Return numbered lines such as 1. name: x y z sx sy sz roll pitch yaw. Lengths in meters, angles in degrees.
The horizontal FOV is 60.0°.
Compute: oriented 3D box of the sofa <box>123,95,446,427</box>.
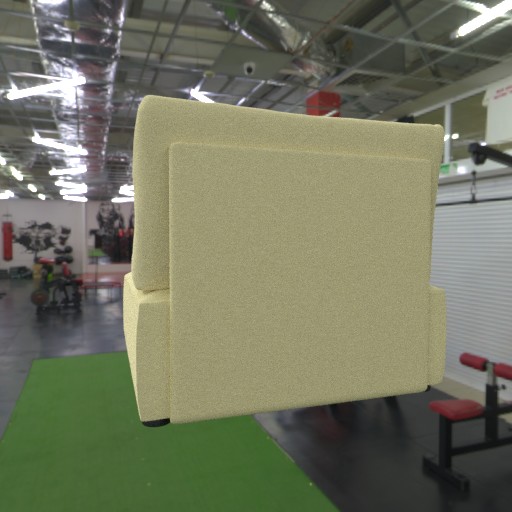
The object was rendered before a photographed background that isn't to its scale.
1. sofa: 0.000 0.000 1.654 0.930 0.820 1.000 -1 2 -19
